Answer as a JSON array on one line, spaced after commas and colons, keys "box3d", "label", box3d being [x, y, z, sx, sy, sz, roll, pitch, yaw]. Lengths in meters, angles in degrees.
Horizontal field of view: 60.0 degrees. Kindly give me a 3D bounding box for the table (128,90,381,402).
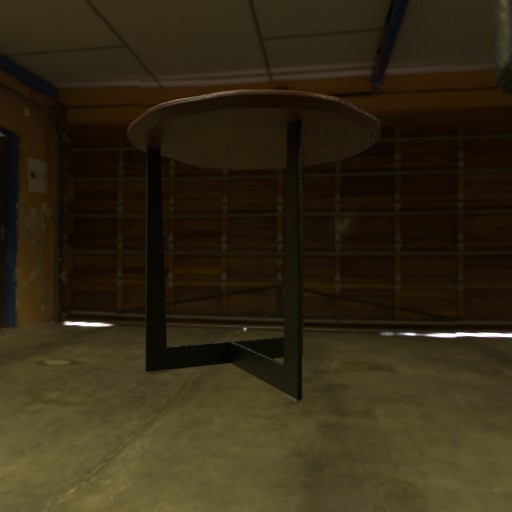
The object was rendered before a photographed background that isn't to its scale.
[{"box3d": [0.000, 0.000, 0.884, 0.477, 0.476, 0.494, 1, -1, -36], "label": "table"}]
